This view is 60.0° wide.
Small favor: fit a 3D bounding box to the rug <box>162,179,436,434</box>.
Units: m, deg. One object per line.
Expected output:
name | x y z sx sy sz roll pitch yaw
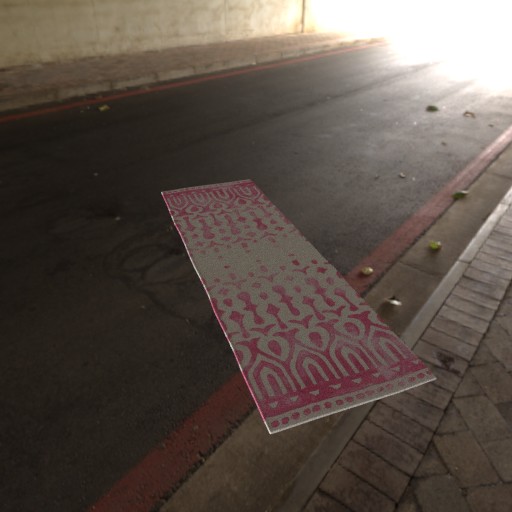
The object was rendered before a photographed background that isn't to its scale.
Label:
rug | 0.000 0.000 2.759 0.787 0.011 2.458 -10 33 -17
